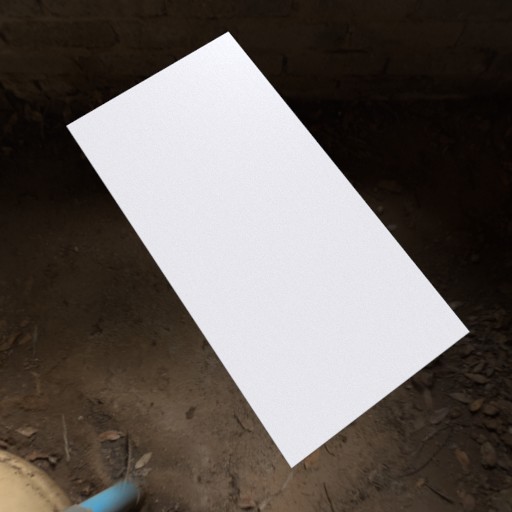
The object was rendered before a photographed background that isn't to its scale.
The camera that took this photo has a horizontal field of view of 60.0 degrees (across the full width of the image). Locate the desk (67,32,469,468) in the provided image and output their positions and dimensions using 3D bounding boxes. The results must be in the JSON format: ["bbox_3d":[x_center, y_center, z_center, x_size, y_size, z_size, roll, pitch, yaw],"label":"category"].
[{"bbox_3d":[0.000,0.000,1.553,0.560,0.730,1.100,-34,78,-8],"label":"desk"}]
